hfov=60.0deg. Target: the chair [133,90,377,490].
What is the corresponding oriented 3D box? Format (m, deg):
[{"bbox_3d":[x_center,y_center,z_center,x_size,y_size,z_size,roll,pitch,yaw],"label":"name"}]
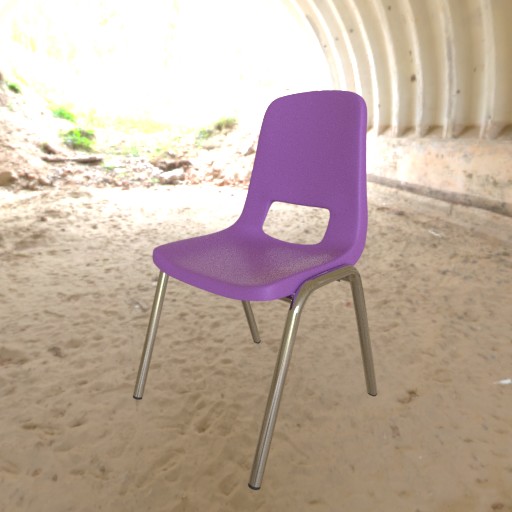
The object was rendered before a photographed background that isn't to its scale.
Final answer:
[{"bbox_3d":[0.000,0.000,0.680,0.291,0.493,0.301,15,22,42],"label":"chair"}]
